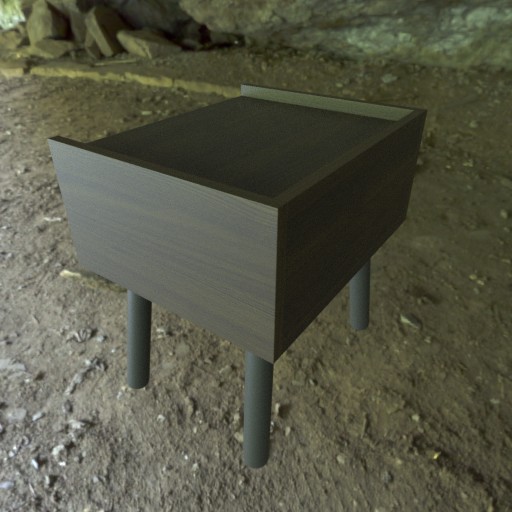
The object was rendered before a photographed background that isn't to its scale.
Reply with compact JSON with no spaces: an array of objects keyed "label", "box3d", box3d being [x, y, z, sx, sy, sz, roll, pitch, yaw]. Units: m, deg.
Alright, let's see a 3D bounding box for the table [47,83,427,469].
[{"label":"table","box3d":[0.000,0.000,0.786,0.370,0.470,0.450,21,38,29]}]
